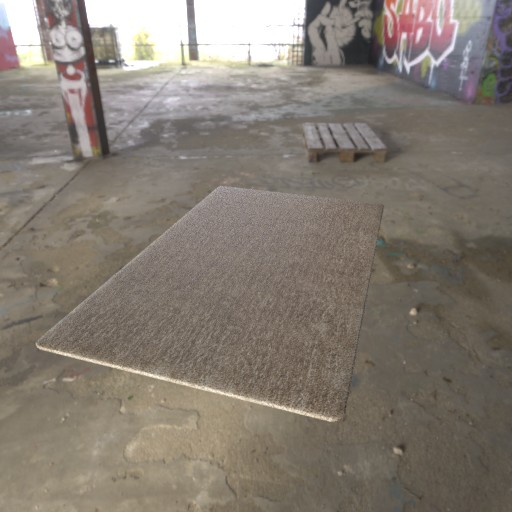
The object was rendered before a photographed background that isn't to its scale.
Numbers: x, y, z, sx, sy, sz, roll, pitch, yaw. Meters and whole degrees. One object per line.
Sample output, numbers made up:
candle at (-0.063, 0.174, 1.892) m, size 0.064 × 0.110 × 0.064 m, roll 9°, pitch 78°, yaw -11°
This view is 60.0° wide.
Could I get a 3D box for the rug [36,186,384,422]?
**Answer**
rug at (0.000, 0.000, 3.020) m, size 1.539 × 0.024 × 2.469 m, roll 9°, pitch 30°, yaw 16°
